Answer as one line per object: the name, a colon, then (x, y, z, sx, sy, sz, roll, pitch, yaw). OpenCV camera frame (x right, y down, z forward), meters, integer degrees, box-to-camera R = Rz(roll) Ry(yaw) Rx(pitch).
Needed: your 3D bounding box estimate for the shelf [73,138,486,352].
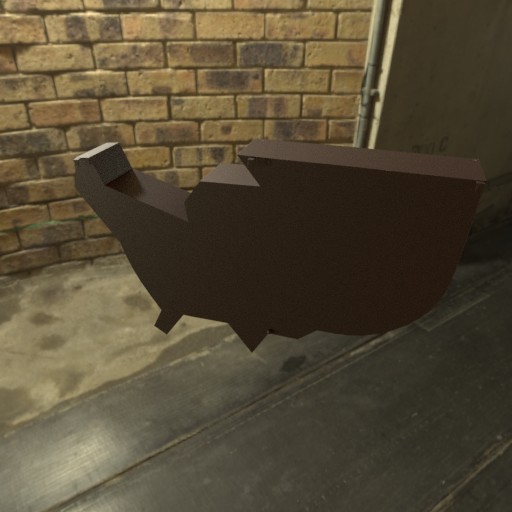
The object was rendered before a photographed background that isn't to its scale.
shelf: (0.000, 0.000, 0.885, 0.729, 0.439, 0.112, 9, 32, 15)
